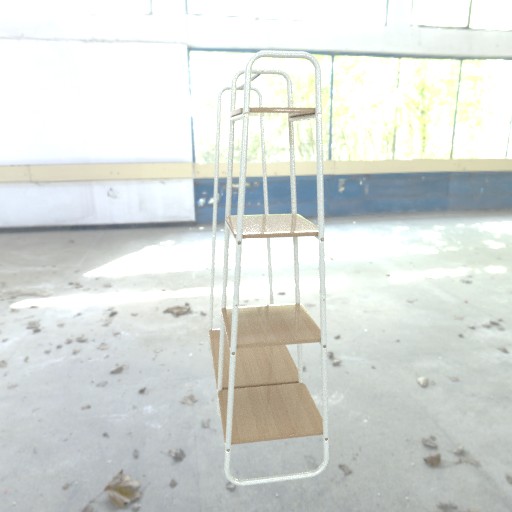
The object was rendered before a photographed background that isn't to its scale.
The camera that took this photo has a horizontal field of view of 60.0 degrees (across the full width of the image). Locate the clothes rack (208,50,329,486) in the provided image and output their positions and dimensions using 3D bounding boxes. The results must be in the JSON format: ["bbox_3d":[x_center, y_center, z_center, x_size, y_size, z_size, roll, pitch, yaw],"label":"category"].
[{"bbox_3d":[0.000,0.000,1.952,0.400,1.500,1.011,-3,16,-9],"label":"clothes rack"}]
